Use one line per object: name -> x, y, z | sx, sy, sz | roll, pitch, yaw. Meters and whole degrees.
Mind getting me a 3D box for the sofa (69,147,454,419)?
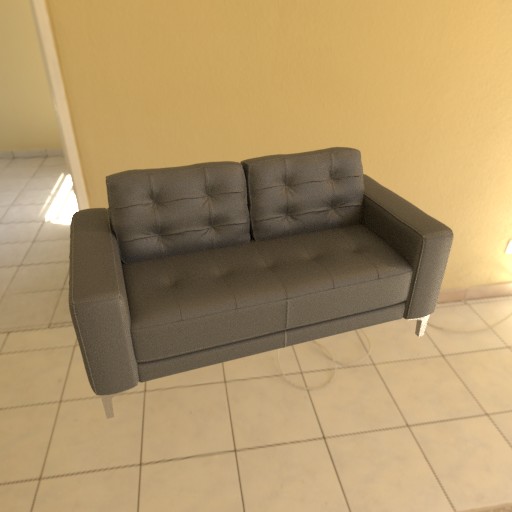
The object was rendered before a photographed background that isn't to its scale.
sofa -> 0.000, 0.000, 2.244 | 1.726, 0.892, 0.833 | -10, 32, -16
